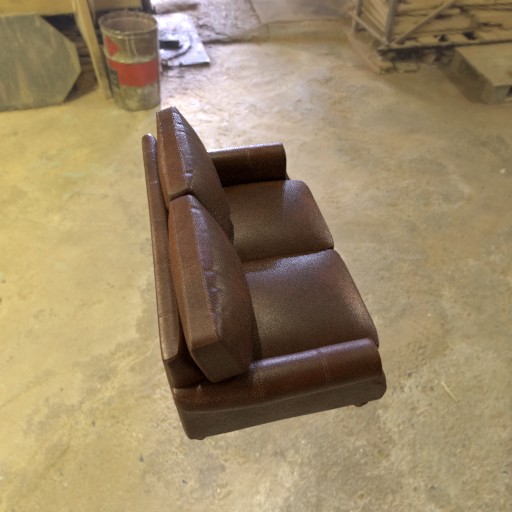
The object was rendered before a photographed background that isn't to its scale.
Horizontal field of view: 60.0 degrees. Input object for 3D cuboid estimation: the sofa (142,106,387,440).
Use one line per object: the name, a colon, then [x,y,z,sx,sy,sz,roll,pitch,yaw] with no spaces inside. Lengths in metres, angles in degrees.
sofa: [0.000,0.000,2.286,0.990,0.976,1.616,-9,49,-8]
